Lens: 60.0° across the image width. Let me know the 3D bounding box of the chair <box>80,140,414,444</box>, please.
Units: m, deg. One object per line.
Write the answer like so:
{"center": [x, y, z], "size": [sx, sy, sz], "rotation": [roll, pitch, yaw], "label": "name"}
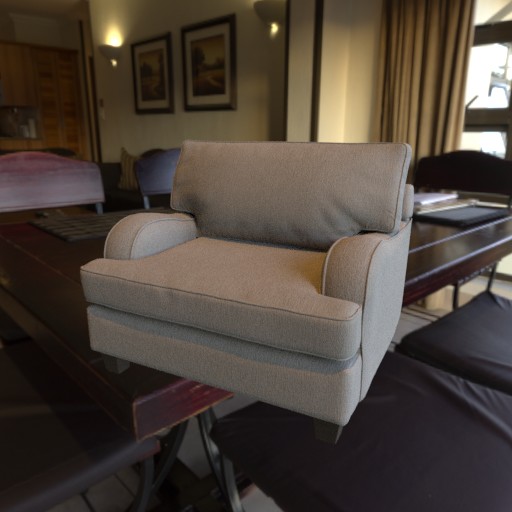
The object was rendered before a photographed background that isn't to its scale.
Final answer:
{"center": [0.000, 0.000, 2.036], "size": [1.220, 1.016, 1.041], "rotation": [8, 17, 27], "label": "chair"}
